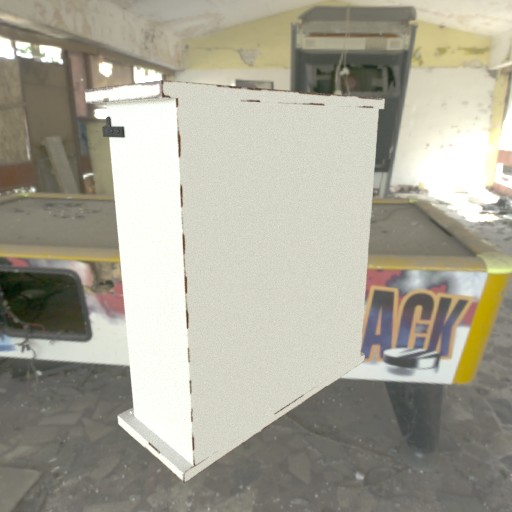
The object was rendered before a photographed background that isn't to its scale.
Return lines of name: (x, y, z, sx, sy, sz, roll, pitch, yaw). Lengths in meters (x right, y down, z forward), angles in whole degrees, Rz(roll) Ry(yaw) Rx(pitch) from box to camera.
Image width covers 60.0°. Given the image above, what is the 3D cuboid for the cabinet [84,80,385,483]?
cabinet: (0.000, 0.000, 0.880, 0.210, 0.603, 0.541, 16, 22, 42)
